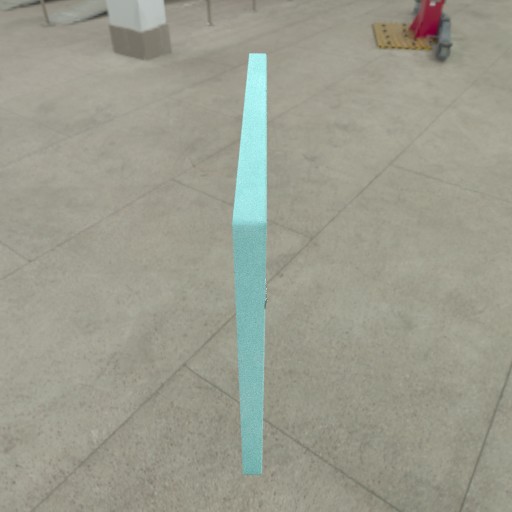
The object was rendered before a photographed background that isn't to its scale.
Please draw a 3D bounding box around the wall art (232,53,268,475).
[{"bbox_3d":[0.000,0.000,1.134,0.054,0.766,0.765,1,40,1],"label":"wall art"}]
